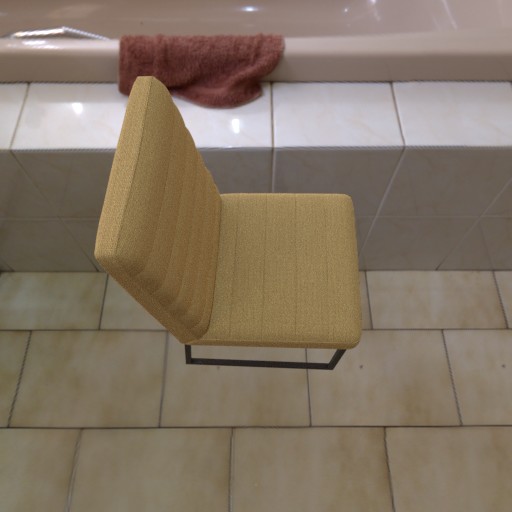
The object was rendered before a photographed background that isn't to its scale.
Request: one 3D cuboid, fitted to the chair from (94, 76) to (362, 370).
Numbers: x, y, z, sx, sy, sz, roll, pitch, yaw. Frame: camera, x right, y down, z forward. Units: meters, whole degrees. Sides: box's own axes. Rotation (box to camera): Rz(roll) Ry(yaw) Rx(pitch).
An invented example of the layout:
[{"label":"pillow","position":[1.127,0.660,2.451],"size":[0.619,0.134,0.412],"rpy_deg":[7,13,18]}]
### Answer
[{"label":"chair","position":[0.000,0.000,1.364],"size":[0.634,0.930,0.520],"rpy_deg":[2,63,1]}]
